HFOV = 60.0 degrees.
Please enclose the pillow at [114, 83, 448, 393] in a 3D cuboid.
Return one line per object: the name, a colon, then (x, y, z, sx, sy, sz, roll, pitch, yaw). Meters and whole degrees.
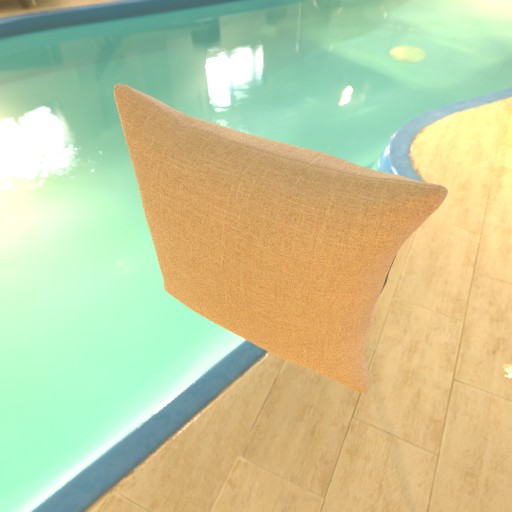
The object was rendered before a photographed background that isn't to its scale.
pillow: (0.000, 0.000, 0.623, 0.414, 0.399, 0.173, 24, 50, 21)
